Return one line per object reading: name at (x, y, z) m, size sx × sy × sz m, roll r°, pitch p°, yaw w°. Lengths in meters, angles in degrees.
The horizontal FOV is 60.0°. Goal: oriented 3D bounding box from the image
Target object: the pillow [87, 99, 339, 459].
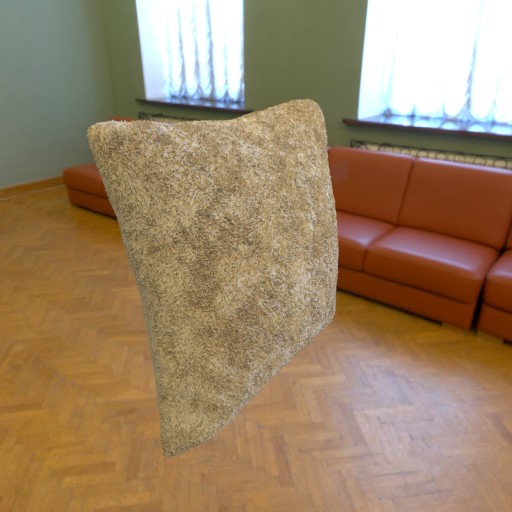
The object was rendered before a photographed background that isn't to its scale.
pillow at (0.000, 0.000, 0.796) m, size 0.218 × 0.515 × 0.529 m, roll 17°, pitch 30°, yaw 32°
